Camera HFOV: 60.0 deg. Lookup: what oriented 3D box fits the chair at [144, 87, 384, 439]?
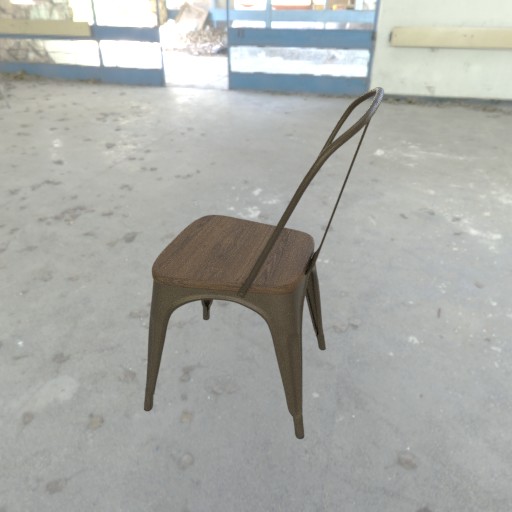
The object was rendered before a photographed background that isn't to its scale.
[{"bbox_3d":[0.000,0.000,1.158,0.532,0.844,0.451,9,31,15],"label":"chair"}]
